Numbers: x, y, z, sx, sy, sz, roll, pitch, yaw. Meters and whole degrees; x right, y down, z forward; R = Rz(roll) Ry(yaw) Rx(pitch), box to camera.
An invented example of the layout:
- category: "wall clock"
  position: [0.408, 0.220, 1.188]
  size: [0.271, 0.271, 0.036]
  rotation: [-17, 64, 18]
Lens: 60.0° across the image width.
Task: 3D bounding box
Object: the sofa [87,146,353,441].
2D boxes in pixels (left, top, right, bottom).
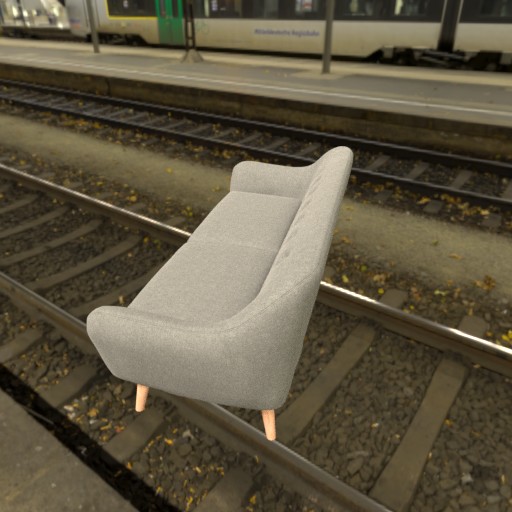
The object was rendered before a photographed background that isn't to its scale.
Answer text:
- category: "sofa"
  position: [0.000, 0.000, 2.305]
  size: [0.820, 0.820, 1.840]
  rotation: [8, 30, 13]
